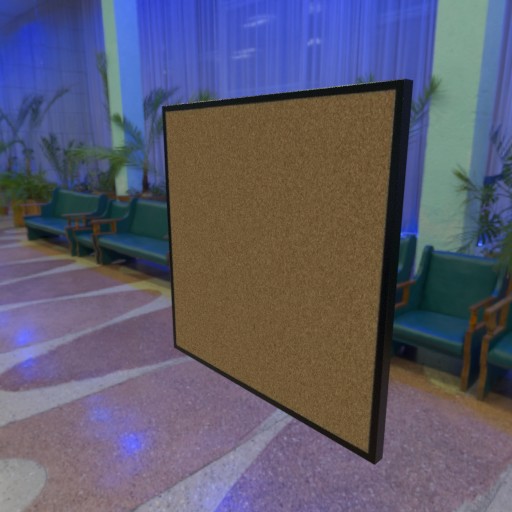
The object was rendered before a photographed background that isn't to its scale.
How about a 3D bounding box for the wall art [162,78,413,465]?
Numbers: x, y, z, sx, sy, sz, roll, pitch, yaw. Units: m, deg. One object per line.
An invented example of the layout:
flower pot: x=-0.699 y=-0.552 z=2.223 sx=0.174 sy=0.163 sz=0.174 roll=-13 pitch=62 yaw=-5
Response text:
wall art: x=0.000 y=0.000 z=0.512 sx=0.014 sy=0.349 sz=0.349 roll=-13 pitch=19 yaw=-42
